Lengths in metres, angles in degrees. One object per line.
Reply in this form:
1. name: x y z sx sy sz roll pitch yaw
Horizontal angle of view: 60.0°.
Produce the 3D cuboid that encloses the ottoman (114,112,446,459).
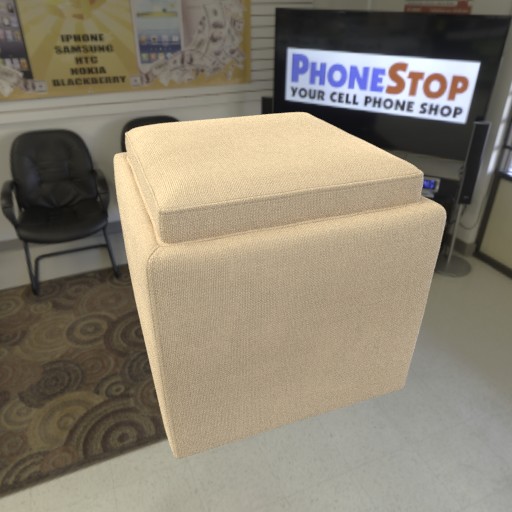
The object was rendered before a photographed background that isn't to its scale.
1. ottoman: 0.000 0.000 0.832 0.451 0.460 0.450 -11 32 -17
